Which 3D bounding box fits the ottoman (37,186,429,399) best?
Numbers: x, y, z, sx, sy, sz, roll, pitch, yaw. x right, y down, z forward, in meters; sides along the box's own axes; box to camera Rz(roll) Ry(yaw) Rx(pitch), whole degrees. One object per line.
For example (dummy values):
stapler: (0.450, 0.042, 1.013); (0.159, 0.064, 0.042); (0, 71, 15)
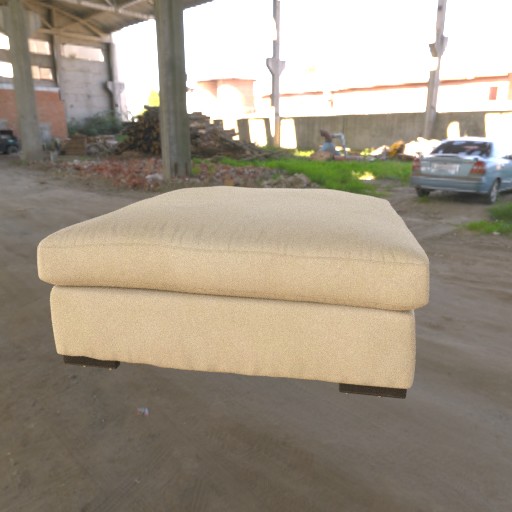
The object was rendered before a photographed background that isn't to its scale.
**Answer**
ottoman: (0.000, 0.000, 1.861); (1.190, 0.522, 1.205); (3, 15, 10)
